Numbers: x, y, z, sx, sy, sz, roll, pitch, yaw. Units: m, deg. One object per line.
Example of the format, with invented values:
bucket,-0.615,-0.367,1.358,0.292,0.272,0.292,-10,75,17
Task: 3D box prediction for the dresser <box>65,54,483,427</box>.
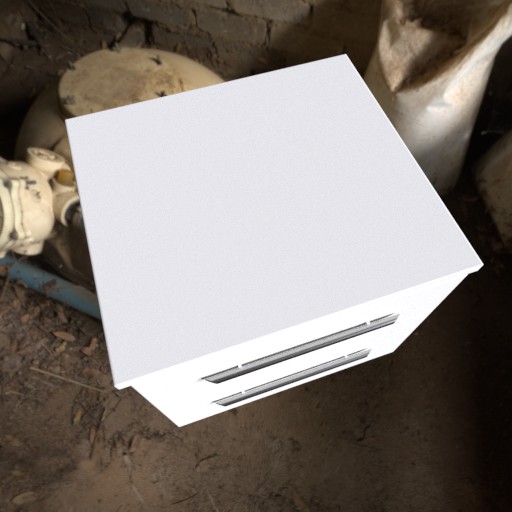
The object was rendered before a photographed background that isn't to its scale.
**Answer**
dresser,0.000,0.000,0.722,0.430,0.360,0.400,-17,63,-9
